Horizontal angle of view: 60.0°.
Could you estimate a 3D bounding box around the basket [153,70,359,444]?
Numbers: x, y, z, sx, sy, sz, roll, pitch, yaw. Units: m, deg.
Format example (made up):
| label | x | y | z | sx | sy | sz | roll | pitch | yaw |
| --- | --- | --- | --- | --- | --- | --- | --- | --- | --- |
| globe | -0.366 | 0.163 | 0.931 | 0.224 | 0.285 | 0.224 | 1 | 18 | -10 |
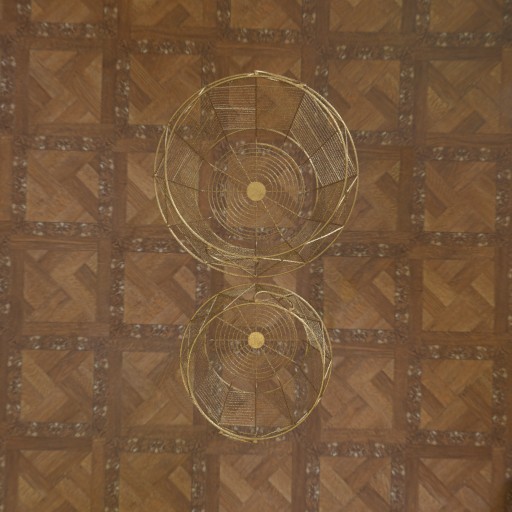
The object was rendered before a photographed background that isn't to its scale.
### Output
| label | x | y | z | sx | sy | sz | roll | pitch | yaw |
| --- | --- | --- | --- | --- | --- | --- | --- | --- | --- |
| basket | 0.000 | 0.000 | 1.048 | 0.451 | 0.343 | 0.805 | 0 | 90 | 0 |
